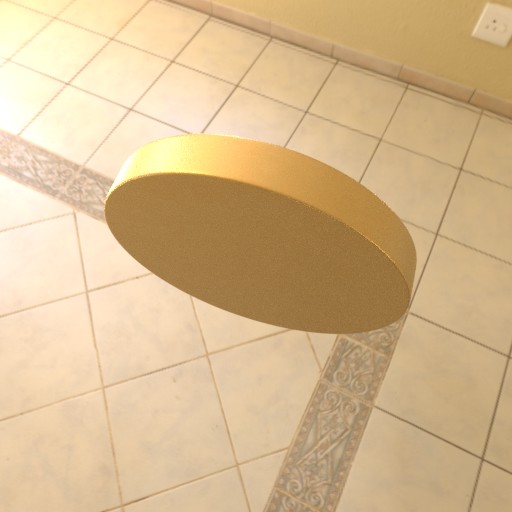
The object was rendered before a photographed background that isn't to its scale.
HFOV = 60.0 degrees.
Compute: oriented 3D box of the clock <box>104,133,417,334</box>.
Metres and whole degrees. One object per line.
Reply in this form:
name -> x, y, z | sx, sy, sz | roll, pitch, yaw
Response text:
clock -> 0.000, 0.000, 0.462 | 0.314, 0.314, 0.040 | 16, 65, 8
